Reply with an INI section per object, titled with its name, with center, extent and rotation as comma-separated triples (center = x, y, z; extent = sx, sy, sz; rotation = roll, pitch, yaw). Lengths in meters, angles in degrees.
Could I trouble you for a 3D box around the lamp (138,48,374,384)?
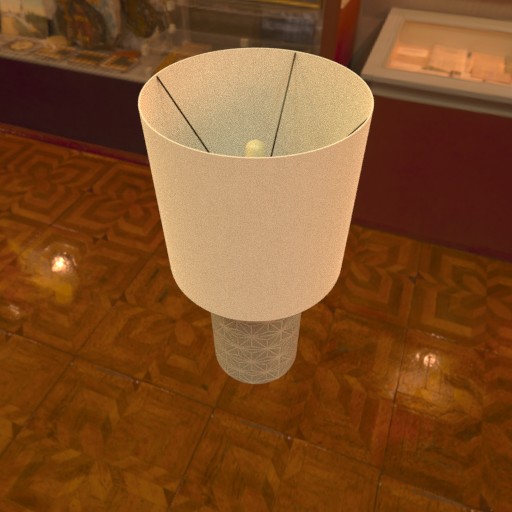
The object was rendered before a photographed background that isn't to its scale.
[lamp]
center = 0.000, 0.000, 0.543
extent = 0.206, 0.416, 0.206
rotation = 17, 48, 16
